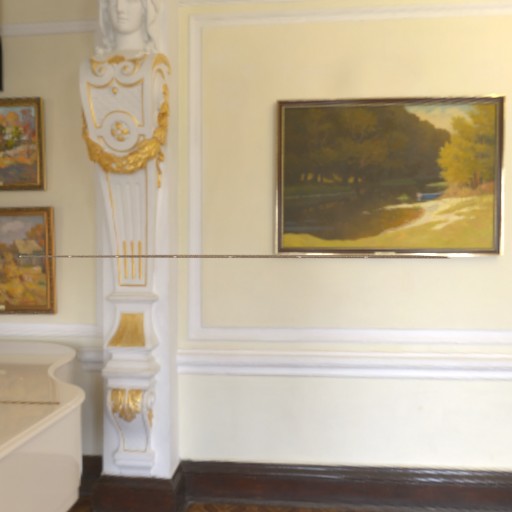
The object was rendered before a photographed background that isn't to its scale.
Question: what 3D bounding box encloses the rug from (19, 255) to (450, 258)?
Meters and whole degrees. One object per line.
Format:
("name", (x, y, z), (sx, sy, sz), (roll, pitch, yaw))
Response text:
("rug", (0.000, 0.000, 4.129), (3.062, 0.012, 2.457), (0, 0, 17))
